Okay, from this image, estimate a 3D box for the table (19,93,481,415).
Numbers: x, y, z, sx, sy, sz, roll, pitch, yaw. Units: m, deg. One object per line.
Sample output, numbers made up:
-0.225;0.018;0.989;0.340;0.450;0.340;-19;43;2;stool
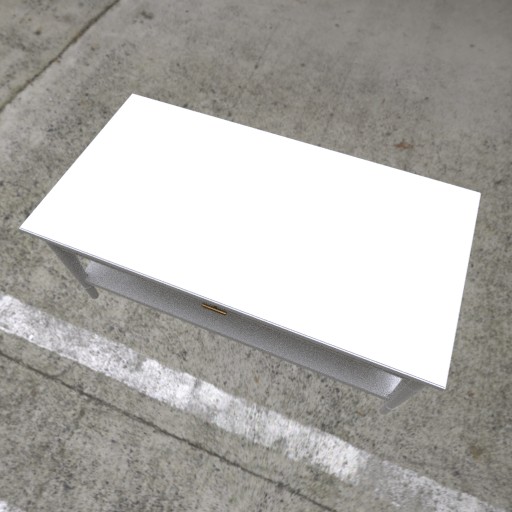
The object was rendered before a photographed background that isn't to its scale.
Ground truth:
0.000;0.000;1.341;1.067;0.457;0.559;19;60;11;table
